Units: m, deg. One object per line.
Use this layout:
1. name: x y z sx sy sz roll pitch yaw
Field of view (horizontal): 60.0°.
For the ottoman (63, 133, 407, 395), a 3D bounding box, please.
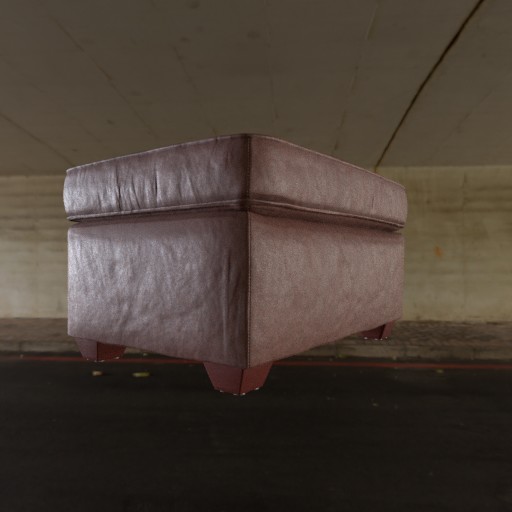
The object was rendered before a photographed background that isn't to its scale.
1. ottoman: 0.000 0.000 1.097 0.548 0.449 0.749 0 0 37
